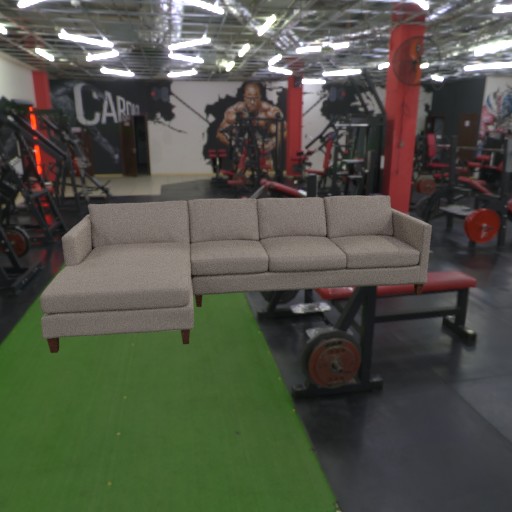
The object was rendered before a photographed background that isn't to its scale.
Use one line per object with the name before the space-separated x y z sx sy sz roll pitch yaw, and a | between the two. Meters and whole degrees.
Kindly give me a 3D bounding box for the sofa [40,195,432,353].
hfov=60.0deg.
sofa | 0.000 0.000 3.926 3.186 0.846 1.625 -2 17 -8
